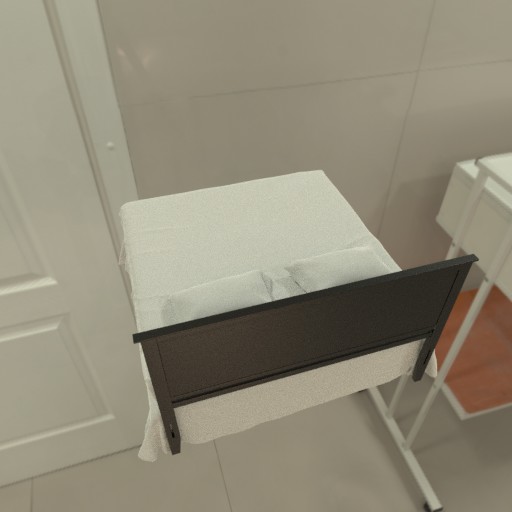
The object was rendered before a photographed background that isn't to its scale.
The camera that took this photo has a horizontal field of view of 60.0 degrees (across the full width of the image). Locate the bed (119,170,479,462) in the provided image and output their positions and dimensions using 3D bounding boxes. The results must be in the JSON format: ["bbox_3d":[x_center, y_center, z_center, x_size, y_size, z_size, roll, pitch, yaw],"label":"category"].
[{"bbox_3d":[0.000,0.000,3.574,2.315,1.271,2.219,-12,43,-13],"label":"bed"}]
